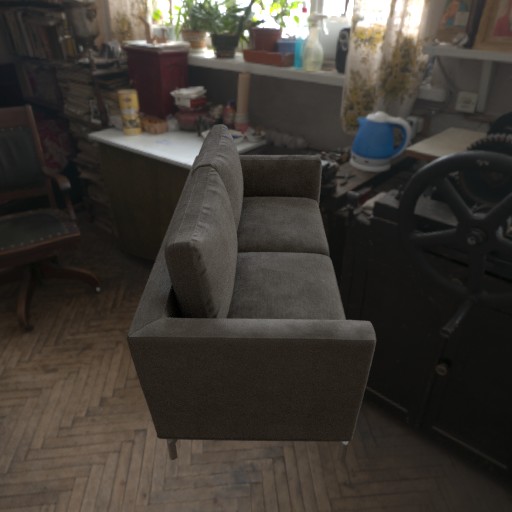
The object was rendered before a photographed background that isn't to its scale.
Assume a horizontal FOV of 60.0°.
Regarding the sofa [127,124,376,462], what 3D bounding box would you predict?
[{"bbox_3d":[0.000,0.000,2.371,0.855,1.013,1.832,0,32,1],"label":"sofa"}]
